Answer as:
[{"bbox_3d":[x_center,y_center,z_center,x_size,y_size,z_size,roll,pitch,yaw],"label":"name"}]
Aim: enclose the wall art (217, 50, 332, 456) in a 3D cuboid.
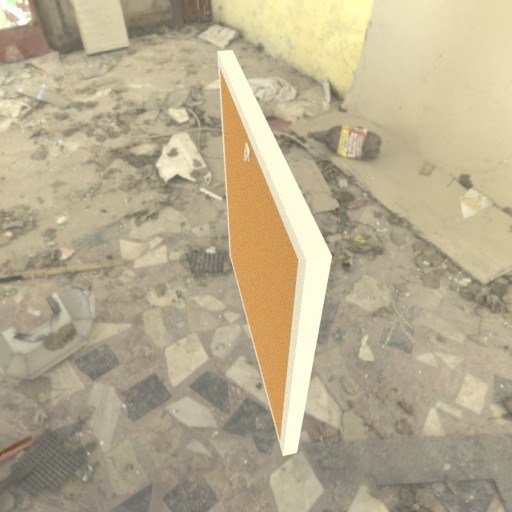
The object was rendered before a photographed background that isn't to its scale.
[{"bbox_3d":[0.000,0.000,1.165,0.050,0.762,0.761,-9,47,-9],"label":"wall art"}]
